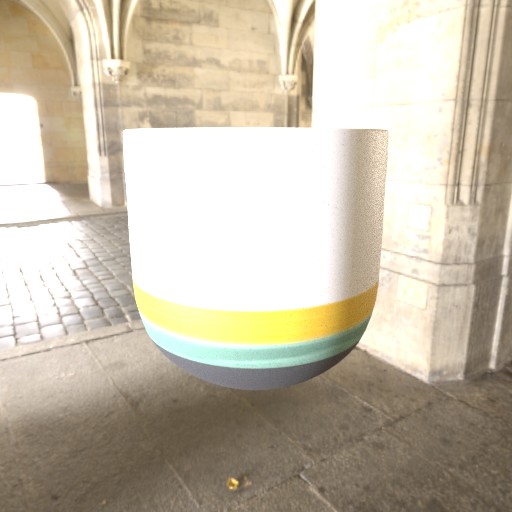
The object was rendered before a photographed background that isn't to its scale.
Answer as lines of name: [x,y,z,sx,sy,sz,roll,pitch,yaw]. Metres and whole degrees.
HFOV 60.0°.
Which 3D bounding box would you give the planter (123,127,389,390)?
planter: [0.000,0.000,0.496,0.268,0.270,0.268,0,15,0]
